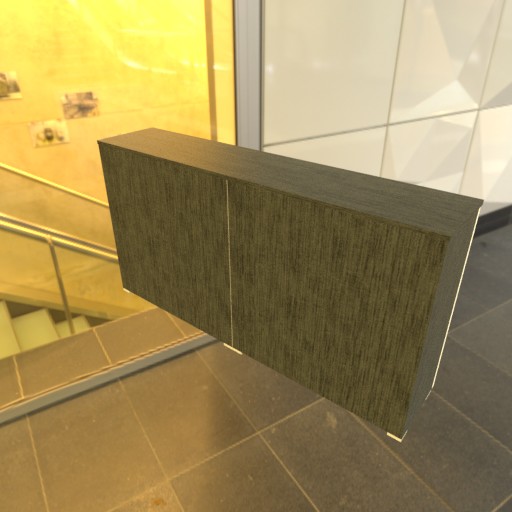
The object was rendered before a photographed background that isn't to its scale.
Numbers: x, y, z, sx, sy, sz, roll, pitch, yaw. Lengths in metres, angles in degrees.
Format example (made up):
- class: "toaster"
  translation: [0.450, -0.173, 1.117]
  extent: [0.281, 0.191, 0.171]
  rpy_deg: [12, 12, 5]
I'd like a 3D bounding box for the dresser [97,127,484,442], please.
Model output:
- class: "dresser"
  translation: [0.000, 0.000, 1.855]
  extent: [1.535, 0.790, 0.333]
  rpy_deg: [21, 35, 33]
